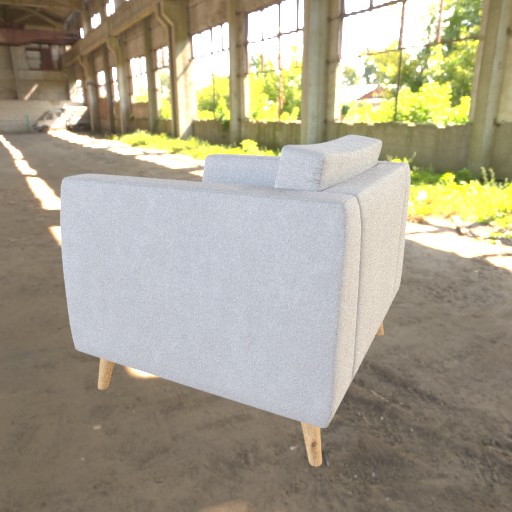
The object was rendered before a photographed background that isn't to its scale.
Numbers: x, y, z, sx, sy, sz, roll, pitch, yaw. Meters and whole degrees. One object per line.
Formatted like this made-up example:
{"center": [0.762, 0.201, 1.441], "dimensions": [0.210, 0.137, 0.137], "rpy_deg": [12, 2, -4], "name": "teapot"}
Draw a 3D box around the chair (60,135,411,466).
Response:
{"center": [0.000, 0.000, 1.656], "dimensions": [0.930, 0.860, 1.000], "rpy_deg": [9, 20, 25], "name": "chair"}
